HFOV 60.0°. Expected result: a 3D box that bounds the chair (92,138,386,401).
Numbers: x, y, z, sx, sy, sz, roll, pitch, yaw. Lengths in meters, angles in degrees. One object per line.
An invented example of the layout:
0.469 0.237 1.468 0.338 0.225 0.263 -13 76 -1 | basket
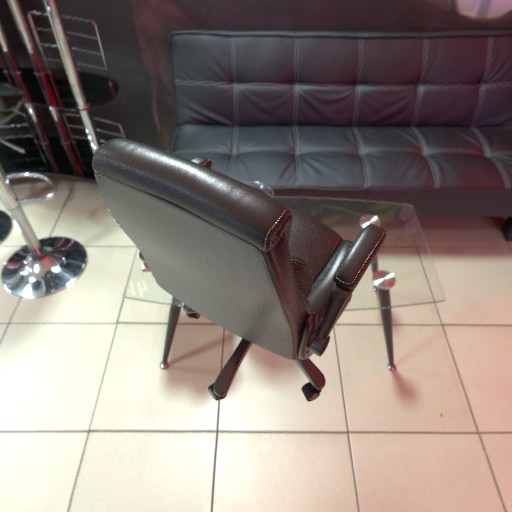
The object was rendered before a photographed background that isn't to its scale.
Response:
0.000 0.000 1.581 0.782 1.110 0.724 25 52 22 | chair
